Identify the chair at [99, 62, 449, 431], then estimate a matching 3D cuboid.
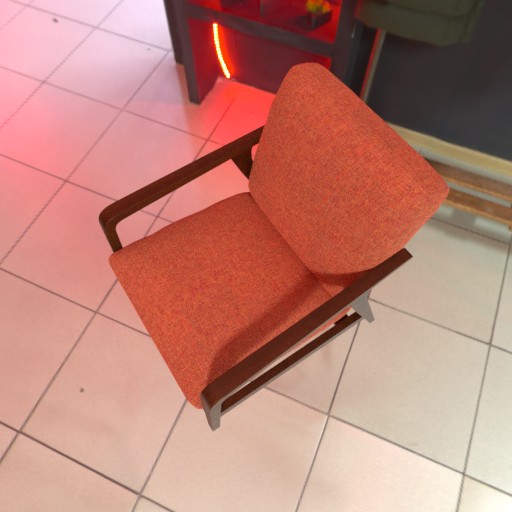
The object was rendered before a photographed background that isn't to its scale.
[{"bbox_3d":[0.000,0.000,1.501,0.860,0.890,0.719,-30,66,-15],"label":"chair"}]
